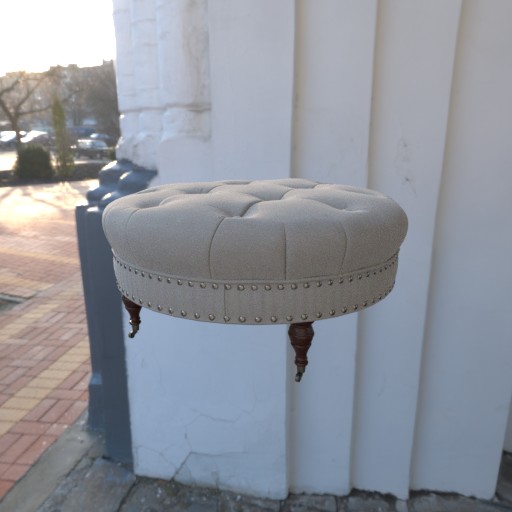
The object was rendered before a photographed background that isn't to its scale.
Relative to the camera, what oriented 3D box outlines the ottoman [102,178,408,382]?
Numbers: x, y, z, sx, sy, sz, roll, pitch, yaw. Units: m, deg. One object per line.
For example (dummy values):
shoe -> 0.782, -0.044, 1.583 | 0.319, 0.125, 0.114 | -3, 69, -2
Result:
ottoman -> 0.000, 0.000, 1.393 | 0.901, 0.439, 0.901 | 0, 15, 0
